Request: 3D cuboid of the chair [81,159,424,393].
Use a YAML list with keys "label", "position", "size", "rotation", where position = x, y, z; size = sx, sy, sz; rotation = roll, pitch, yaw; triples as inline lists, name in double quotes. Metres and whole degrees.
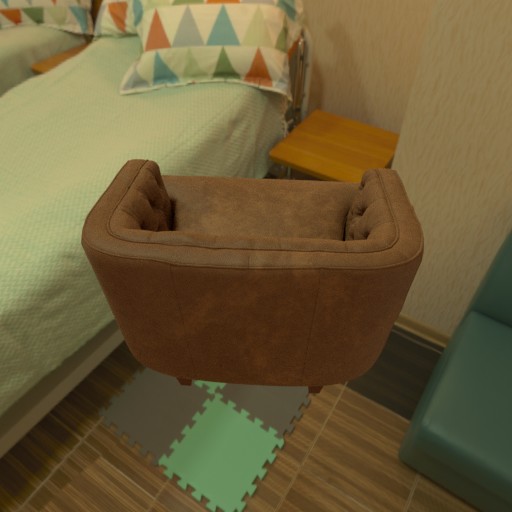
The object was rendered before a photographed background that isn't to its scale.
- label: "chair"
  position: [0.000, 0.000, 1.795]
  size: [1.119, 0.836, 0.911]
  rotation: [3, 46, 3]
